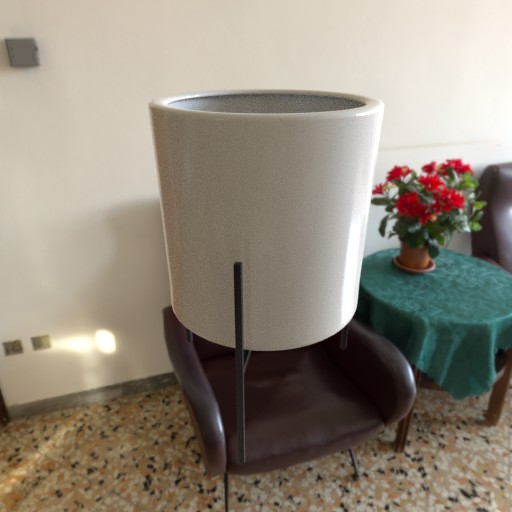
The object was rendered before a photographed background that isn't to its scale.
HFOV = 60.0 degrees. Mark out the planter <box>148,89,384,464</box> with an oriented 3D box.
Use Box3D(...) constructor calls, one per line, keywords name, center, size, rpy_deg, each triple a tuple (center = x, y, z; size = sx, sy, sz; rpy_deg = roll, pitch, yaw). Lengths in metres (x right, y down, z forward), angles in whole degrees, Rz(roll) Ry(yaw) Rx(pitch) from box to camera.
Box3D(name="planter", center=(0.000, 0.000, 0.638), size=(0.308, 0.431, 0.307), rpy_deg=(17, 31, 32))
